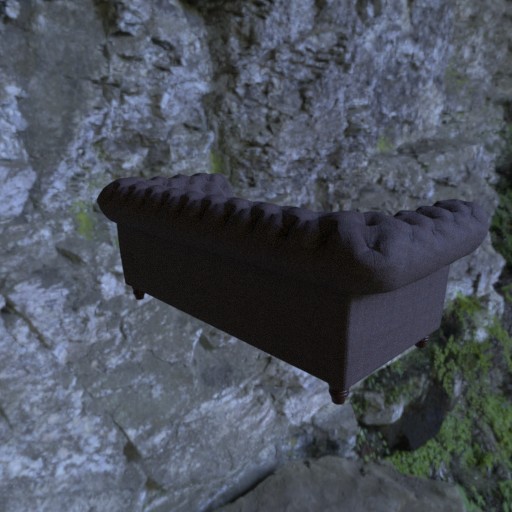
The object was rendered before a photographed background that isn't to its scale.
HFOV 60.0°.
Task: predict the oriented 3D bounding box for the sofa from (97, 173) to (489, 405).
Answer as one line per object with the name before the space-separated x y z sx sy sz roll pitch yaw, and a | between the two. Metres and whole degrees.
sofa | 0.000 0.000 2.426 0.944 0.780 2.048 -15 21 -42
